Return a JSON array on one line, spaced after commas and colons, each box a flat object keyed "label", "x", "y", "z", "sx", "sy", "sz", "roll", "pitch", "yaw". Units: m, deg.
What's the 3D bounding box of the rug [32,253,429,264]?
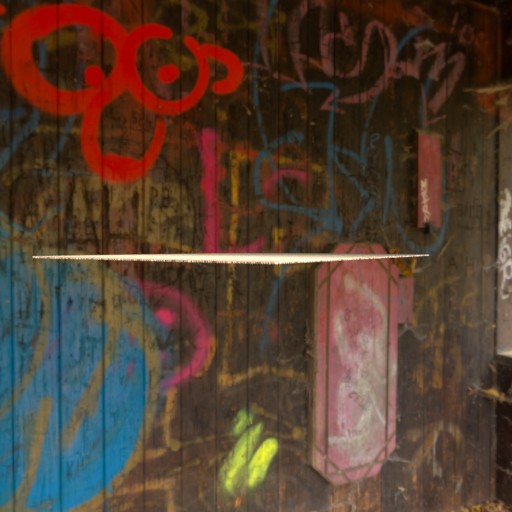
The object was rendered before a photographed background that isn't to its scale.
[{"label": "rug", "x": 0.000, "y": 0.000, "z": 4.054, "sx": 2.315, "sy": 0.015, "sz": 2.932, "roll": 1, "pitch": 1, "yaw": 35}]
